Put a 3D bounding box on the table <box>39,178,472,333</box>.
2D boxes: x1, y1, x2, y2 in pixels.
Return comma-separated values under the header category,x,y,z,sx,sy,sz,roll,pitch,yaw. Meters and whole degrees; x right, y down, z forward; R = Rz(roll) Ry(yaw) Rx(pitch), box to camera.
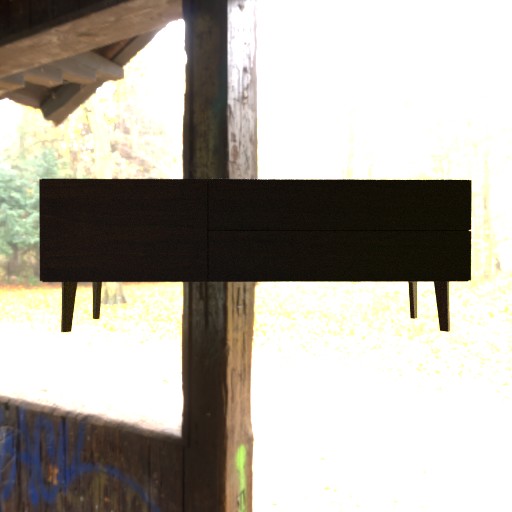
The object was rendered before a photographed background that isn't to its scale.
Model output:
category,x,y,z,sx,sy,sz,roll,pitch,yaw
table,0.000,0.000,1.635,1.397,0.508,0.405,0,1,-1
